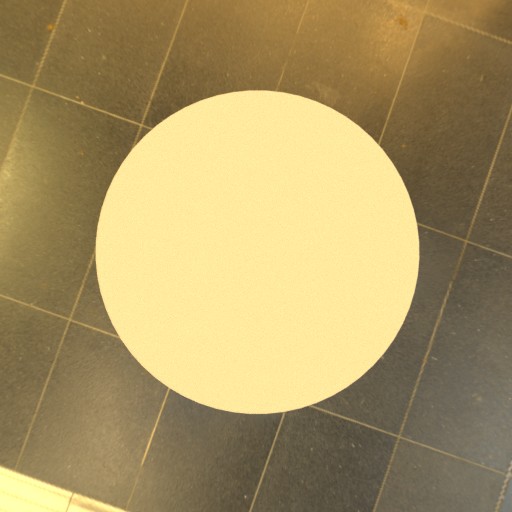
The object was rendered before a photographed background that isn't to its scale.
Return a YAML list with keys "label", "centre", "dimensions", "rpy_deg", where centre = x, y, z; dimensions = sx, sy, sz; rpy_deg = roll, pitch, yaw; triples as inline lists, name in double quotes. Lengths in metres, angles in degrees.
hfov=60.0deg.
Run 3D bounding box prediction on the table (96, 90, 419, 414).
- label: "table"
  centre: [0.000, 0.000, 0.838]
  dimensions: [0.418, 0.532, 0.418]
  rpy_deg: [0, 88, -1]
